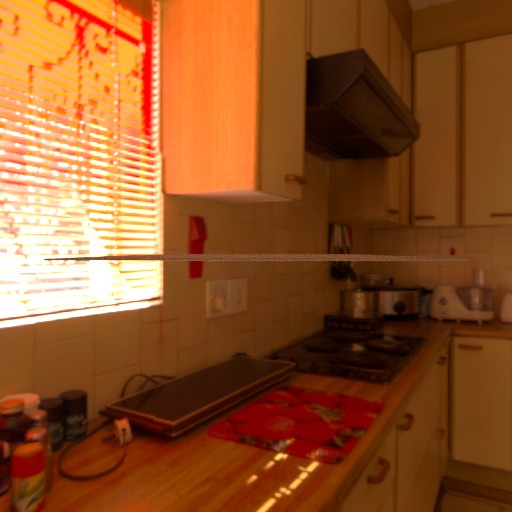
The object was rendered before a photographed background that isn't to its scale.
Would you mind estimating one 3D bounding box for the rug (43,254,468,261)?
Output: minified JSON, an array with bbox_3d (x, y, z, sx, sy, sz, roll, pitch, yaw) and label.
[{"bbox_3d":[0.000,0.000,4.071,2.456,0.021,3.068,0,1,0],"label":"rug"}]
